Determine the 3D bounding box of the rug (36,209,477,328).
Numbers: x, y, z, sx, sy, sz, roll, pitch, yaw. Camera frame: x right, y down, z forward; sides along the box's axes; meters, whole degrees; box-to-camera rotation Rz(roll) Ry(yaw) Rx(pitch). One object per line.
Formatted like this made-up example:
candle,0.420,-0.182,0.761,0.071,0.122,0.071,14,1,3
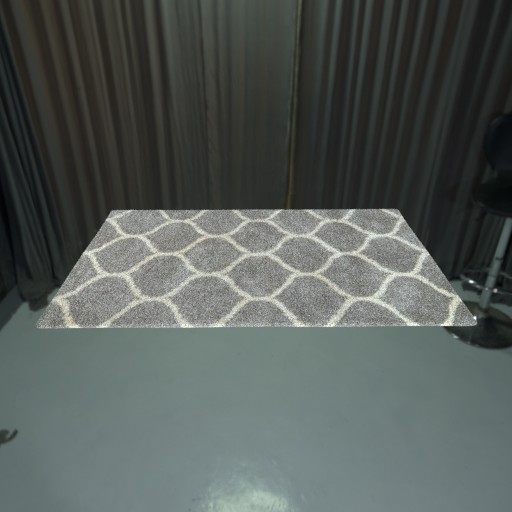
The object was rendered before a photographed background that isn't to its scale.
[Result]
rug,0.000,0.000,2.993,2.348,0.025,1.501,0,30,0
